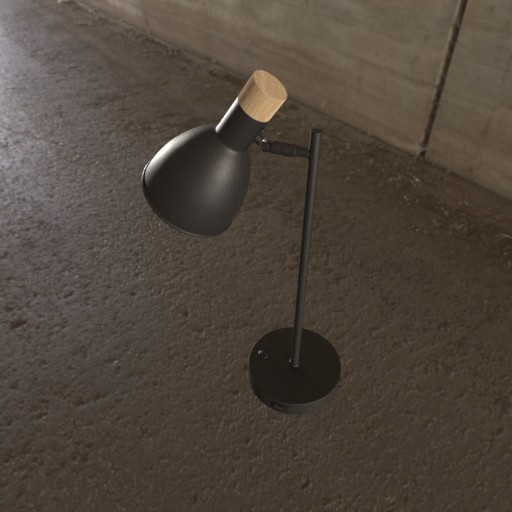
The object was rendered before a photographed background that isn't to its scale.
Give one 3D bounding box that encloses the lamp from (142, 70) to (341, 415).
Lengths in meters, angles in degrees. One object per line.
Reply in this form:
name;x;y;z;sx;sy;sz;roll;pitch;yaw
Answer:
lamp;0.000;0.000;0.597;0.287;0.483;0.152;13;42;15
